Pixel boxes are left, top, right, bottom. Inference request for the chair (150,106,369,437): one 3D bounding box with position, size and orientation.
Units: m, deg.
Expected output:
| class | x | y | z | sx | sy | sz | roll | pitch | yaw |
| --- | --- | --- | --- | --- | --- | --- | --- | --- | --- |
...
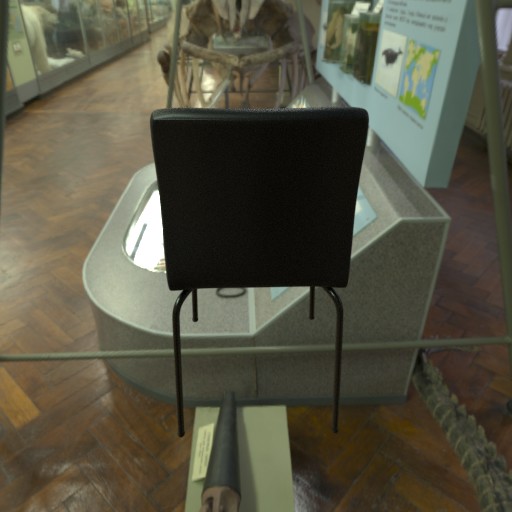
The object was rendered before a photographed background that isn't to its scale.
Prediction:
| class | x | y | z | sx | sy | sz | roll | pitch | yaw |
| --- | --- | --- | --- | --- | --- | --- | --- | --- | --- |
| chair | 0.000 | 0.000 | 1.173 | 0.450 | 0.872 | 0.572 | -1 | 31 | -2 |
